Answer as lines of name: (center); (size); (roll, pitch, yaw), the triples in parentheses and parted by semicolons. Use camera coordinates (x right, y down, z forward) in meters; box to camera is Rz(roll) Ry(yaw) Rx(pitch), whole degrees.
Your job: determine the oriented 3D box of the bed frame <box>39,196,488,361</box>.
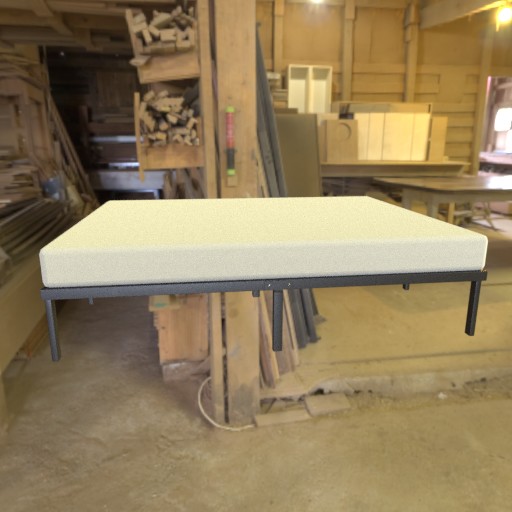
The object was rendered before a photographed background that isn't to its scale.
bed frame: (0.000, 0.000, 3.544); (2.635, 0.680, 1.990); (-2, 15, -7)
